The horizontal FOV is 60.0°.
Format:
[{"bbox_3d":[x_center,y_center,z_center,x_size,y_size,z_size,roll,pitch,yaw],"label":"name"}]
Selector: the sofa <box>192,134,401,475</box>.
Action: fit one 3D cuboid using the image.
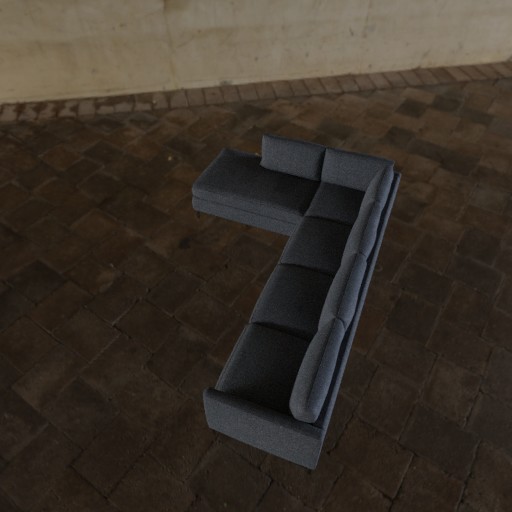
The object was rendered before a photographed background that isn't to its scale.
[{"bbox_3d":[0.000,0.000,3.929,2.007,0.815,2.949,16,48,15],"label":"sofa"}]
